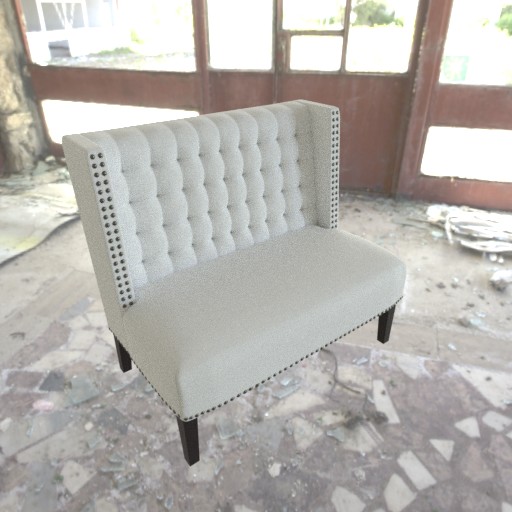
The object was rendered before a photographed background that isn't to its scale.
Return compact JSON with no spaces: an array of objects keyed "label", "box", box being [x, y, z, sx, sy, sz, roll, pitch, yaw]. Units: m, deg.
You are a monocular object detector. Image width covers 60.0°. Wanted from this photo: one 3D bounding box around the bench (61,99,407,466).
[{"label":"bench","box":[0.000,0.000,2.018,1.280,1.123,0.847,-21,35,-32]}]
